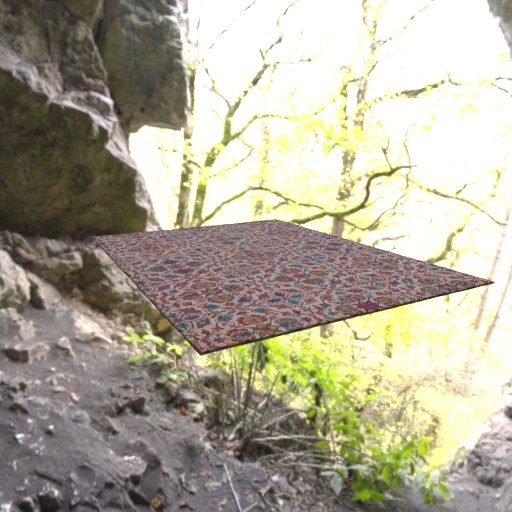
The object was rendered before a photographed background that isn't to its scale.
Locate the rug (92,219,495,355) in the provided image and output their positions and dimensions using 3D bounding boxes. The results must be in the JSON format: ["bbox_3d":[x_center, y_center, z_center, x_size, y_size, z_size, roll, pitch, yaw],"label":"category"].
[{"bbox_3d":[0.000,0.000,4.203,2.446,0.020,3.215,-8,17,-28],"label":"rug"}]
